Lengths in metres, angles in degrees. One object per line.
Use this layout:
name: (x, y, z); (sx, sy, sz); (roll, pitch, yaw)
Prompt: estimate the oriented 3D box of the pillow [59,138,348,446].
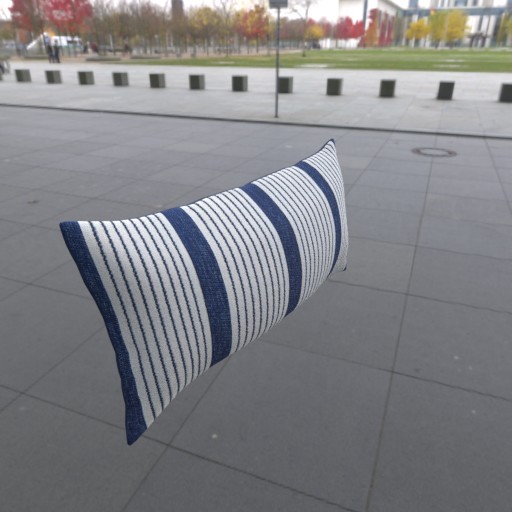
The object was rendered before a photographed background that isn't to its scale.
pillow: (0.000, 0.000, 0.732); (0.156, 0.292, 0.608); (18, 31, 33)
